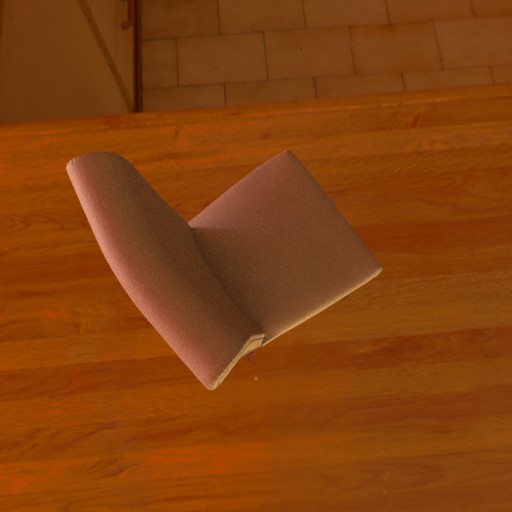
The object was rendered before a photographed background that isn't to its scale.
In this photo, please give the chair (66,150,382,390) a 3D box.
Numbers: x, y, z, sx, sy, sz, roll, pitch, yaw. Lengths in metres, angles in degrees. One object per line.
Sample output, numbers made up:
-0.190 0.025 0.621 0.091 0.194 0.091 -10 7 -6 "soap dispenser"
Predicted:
0.000 0.000 1.299 0.608 0.988 0.513 -34 77 -9 "chair"
